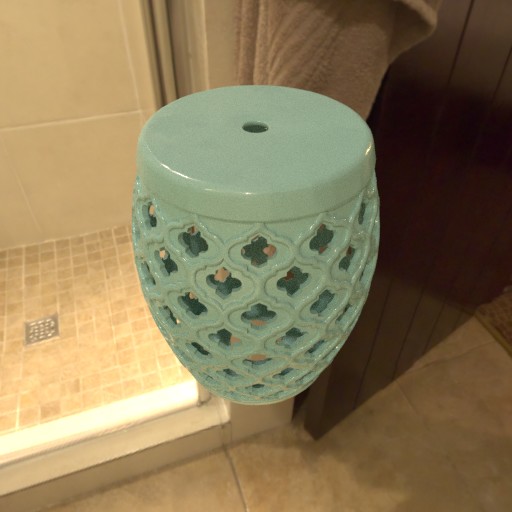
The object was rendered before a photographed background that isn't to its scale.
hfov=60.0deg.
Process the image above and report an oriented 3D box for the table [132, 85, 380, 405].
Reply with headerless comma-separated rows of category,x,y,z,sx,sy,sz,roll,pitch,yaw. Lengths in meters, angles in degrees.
table,0.000,0.000,0.624,0.325,0.388,0.325,0,42,0
